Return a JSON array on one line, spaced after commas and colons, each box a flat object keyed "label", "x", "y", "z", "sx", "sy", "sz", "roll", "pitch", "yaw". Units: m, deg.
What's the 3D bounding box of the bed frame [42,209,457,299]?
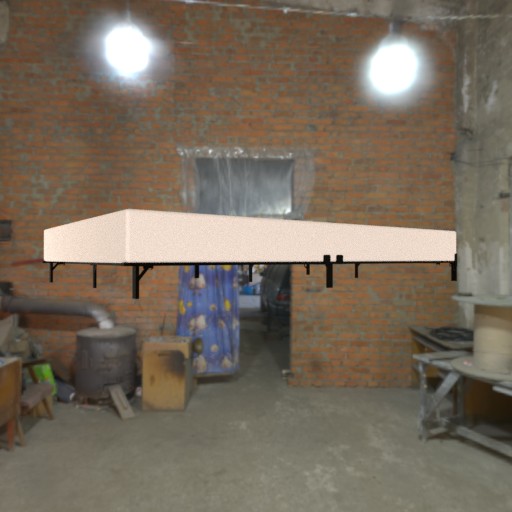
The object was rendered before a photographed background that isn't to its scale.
[{"label": "bed frame", "x": 0.000, "y": 0.000, "z": 3.785, "sx": 2.987, "sy": 0.440, "sz": 1.930, "roll": 0, "pitch": 0, "yaw": -36}]
